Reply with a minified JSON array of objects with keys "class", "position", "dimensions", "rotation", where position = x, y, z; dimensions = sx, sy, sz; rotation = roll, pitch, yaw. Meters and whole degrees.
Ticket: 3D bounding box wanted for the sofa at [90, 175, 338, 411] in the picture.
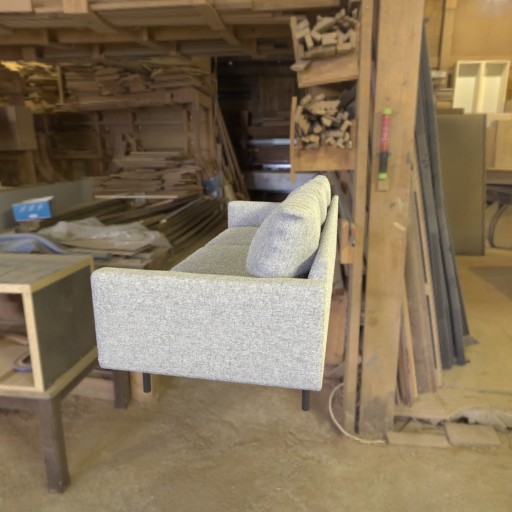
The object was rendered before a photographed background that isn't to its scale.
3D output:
[{"class":"sofa","position":[0.000,0.000,2.475],"dimensions":[0.850,0.830,2.000],"rotation":[3,15,11]}]
